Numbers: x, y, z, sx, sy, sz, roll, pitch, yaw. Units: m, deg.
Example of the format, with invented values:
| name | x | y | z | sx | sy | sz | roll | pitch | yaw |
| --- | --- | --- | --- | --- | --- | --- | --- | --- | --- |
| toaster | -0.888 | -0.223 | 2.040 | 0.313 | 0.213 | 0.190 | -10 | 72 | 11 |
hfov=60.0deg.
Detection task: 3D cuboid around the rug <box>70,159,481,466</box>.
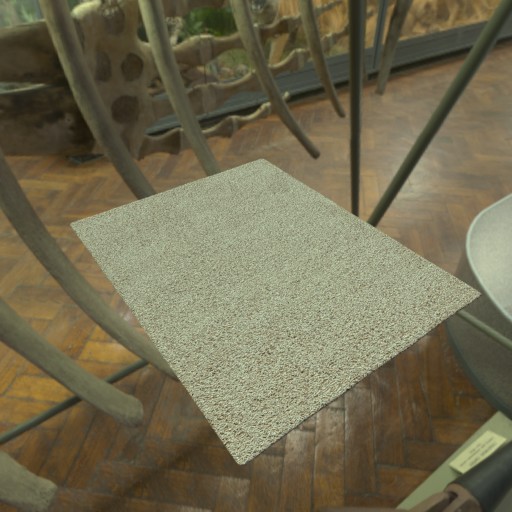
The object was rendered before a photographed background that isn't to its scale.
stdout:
| name | x | y | z | sx | sy | sz | roll | pitch | yaw |
| --- | --- | --- | --- | --- | --- | --- | --- | --- | --- |
| rug | 0.000 | 0.000 | 4.075 | 2.438 | 0.029 | 3.047 | -25 | 45 | -27 |
